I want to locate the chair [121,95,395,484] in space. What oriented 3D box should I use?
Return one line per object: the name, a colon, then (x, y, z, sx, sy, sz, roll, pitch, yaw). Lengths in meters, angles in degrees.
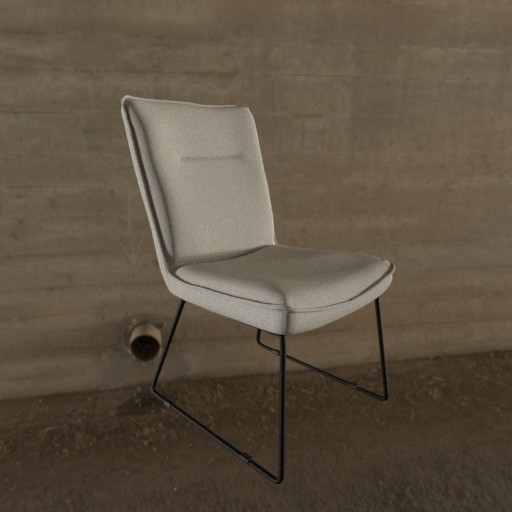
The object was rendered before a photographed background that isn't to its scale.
chair: (0.000, 0.000, 1.344, 0.515, 0.930, 0.688, -14, 20, -43)
